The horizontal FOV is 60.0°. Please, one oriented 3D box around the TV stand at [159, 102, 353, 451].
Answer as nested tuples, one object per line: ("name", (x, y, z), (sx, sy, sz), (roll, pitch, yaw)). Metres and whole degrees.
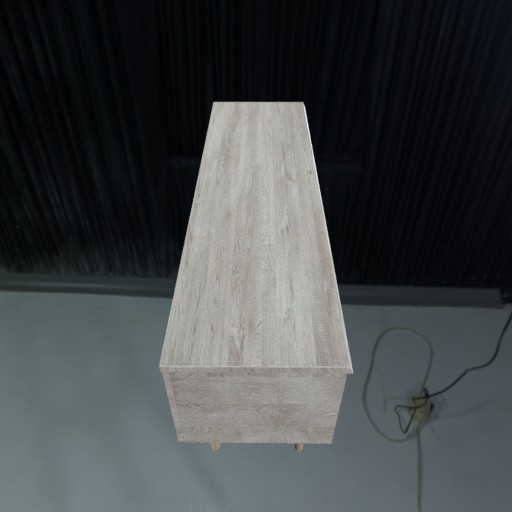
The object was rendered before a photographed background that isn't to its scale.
("TV stand", (0.000, 0.000, 1.546), (0.401, 0.565, 1.313), (0, 41, 0))
